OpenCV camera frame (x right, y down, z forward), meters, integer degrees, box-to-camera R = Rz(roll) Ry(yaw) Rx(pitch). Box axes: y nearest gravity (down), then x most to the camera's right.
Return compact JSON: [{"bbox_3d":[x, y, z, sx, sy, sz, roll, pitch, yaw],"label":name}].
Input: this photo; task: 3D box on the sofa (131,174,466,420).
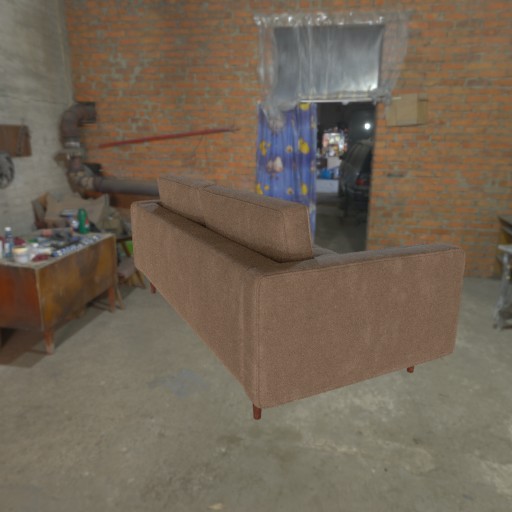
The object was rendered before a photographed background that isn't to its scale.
[{"bbox_3d":[0.000,0.000,2.324,0.920,0.769,1.883,-7,16,-26],"label":"sofa"}]
